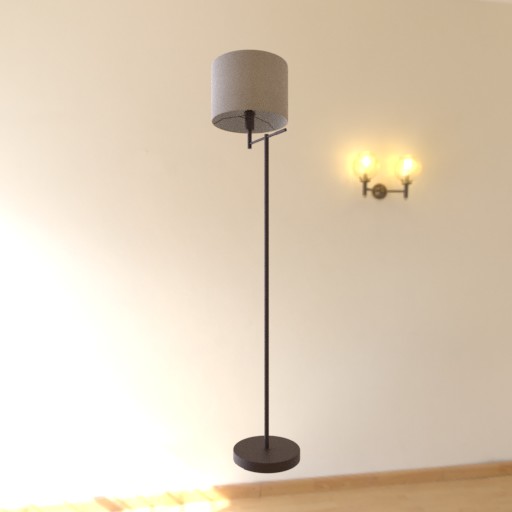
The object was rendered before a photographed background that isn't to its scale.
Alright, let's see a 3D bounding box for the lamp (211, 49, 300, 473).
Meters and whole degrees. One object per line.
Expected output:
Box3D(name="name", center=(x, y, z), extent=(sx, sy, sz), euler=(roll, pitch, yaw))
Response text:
Box3D(name="lamp", center=(0.000, 0.000, 1.831), extent=(0.324, 1.600, 0.416), euler=(1, -1, -35))
